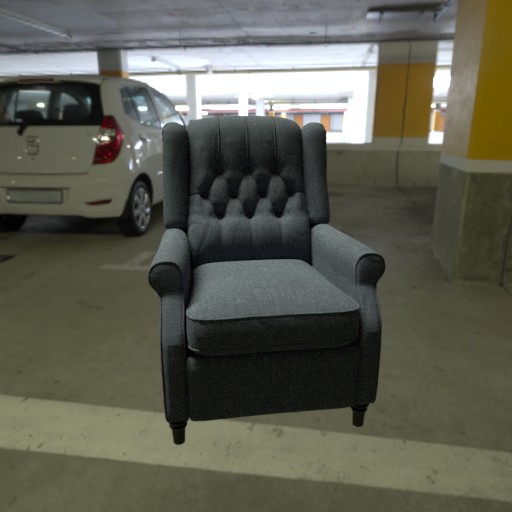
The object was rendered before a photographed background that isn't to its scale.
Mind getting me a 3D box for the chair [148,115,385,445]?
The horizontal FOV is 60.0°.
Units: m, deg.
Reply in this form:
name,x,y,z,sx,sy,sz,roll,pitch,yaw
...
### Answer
name,x,y,z,sx,sy,sz,roll,pitch,yaw
chair,0.000,0.000,1.680,0.742,1.035,0.898,-2,16,-8
